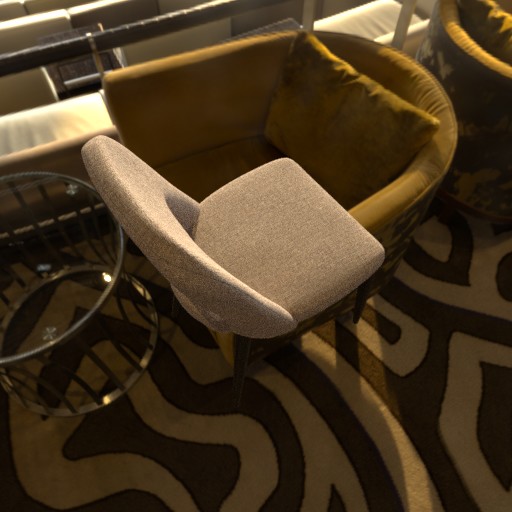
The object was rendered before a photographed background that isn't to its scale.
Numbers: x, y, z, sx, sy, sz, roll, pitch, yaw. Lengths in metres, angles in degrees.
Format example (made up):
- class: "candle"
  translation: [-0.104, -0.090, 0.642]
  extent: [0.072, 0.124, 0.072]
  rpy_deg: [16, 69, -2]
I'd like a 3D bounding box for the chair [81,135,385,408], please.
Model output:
- class: "chair"
  translation: [0.000, 0.000, 1.216]
  extent: [0.612, 0.931, 0.470]
  rpy_deg: [-31, 63, -18]
